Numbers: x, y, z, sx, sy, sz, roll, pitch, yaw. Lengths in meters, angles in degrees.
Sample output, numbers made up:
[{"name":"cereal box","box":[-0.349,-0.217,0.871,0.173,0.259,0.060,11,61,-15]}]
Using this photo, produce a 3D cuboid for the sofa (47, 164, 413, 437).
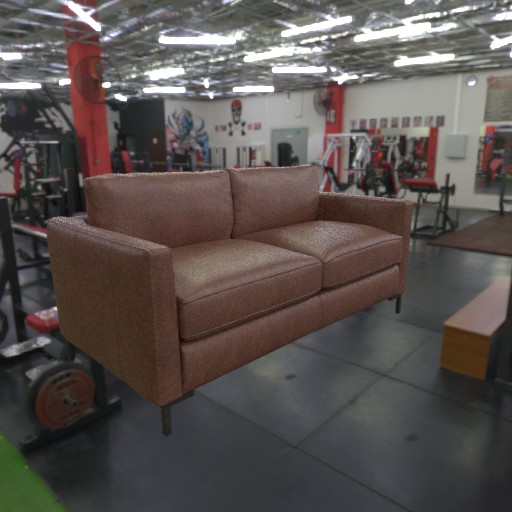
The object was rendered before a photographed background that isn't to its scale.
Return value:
[{"name":"sofa","box":[0.000,0.000,2.308,0.899,0.883,1.797,14,20,43]}]
